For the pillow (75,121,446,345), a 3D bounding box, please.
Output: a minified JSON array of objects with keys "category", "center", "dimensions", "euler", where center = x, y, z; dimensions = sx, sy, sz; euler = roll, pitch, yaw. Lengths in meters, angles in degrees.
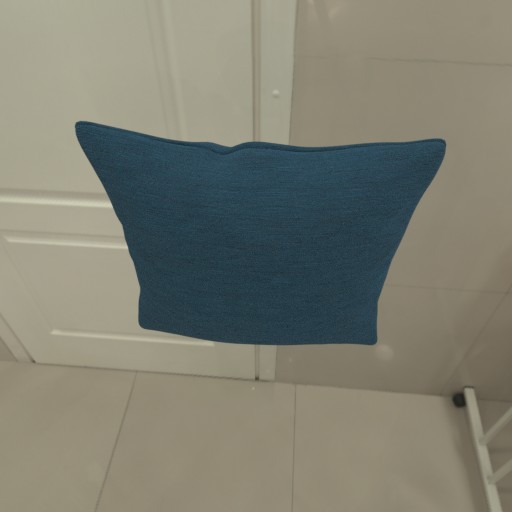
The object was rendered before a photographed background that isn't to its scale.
[{"category":"pillow","center":[0.000,0.000,0.663],"dimensions":[0.437,0.420,0.177],"euler":[4,47,3]}]
